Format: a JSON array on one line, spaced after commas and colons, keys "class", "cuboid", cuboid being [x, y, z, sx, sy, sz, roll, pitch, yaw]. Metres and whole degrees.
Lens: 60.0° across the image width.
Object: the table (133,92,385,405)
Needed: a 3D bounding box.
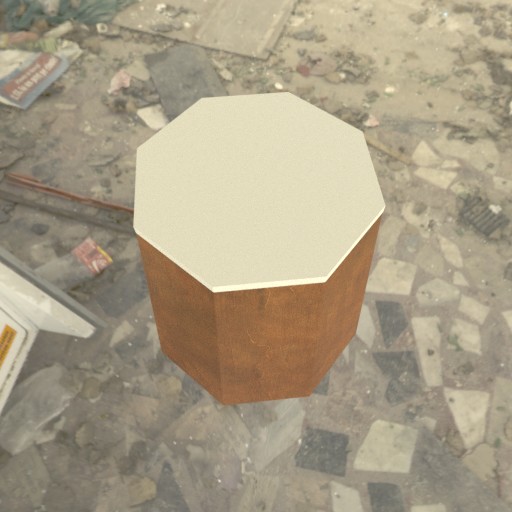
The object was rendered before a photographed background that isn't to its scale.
[{"class": "table", "cuboid": [0.000, 0.000, 0.832, 0.439, 0.457, 0.439, 33, 65, 18]}]
